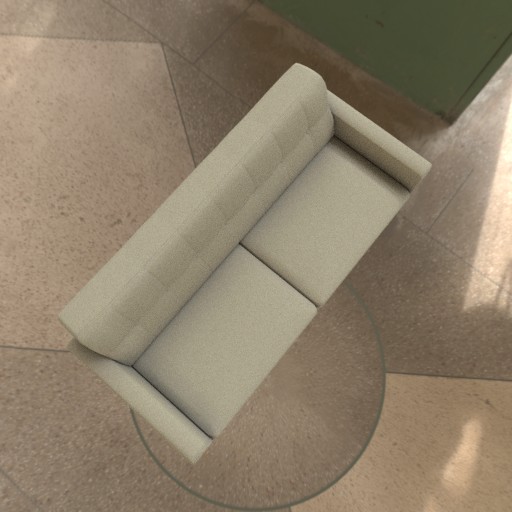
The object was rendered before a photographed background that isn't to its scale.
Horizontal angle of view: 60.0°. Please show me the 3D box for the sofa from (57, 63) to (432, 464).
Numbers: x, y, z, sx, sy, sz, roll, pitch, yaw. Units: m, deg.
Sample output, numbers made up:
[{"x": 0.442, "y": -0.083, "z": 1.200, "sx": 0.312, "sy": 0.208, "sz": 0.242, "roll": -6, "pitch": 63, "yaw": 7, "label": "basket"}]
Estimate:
[{"x": 0.000, "y": 0.000, "z": 2.637, "sx": 0.980, "sy": 0.892, "sz": 2.137, "roll": 39, "pitch": 79, "yaw": 9, "label": "sofa"}]
